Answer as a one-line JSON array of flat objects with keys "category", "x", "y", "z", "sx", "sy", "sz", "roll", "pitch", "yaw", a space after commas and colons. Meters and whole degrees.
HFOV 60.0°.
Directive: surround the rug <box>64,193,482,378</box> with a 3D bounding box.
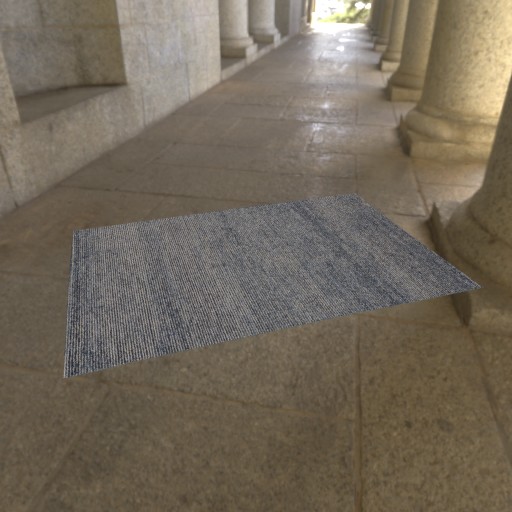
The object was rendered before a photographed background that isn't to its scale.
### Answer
[{"category": "rug", "x": 0.000, "y": 0.000, "z": 2.186, "sx": 1.740, "sy": 0.010, "sz": 1.135, "roll": -9, "pitch": 32, "yaw": -15}]
